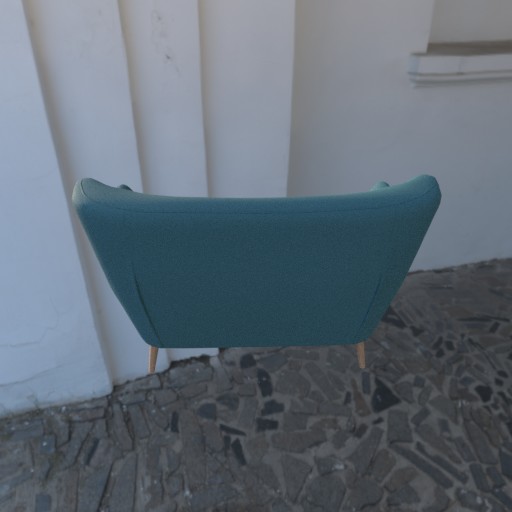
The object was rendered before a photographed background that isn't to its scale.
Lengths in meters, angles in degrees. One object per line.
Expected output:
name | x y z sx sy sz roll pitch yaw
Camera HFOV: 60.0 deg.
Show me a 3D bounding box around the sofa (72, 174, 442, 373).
sofa | 0.000 0.000 1.985 1.397 0.889 0.889 -1 29 -2
